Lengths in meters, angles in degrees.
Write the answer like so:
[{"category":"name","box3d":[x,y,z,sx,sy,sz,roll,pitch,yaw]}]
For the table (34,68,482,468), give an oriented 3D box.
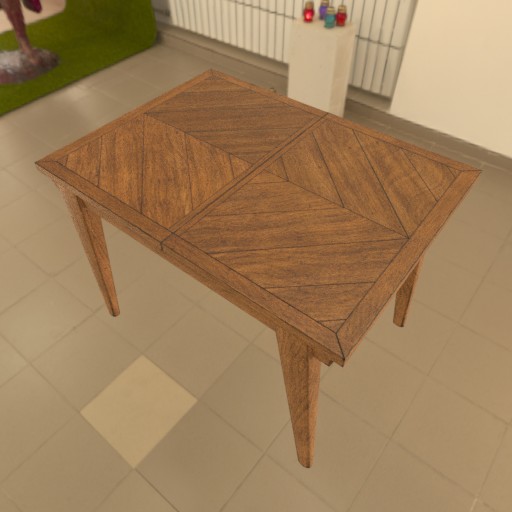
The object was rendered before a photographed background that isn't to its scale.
[{"category":"table","box3d":[0.000,0.000,1.542,1.027,0.760,0.757,30,54,25]}]
